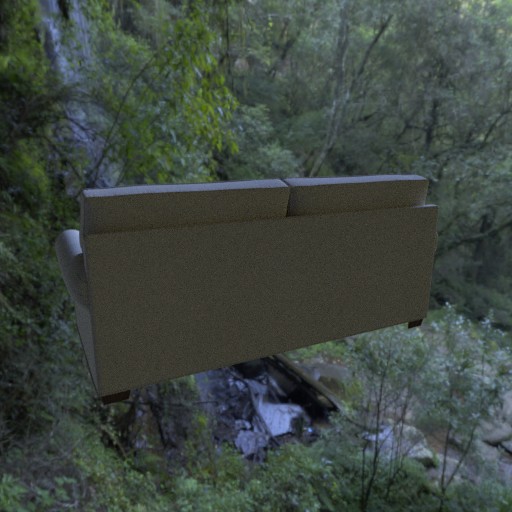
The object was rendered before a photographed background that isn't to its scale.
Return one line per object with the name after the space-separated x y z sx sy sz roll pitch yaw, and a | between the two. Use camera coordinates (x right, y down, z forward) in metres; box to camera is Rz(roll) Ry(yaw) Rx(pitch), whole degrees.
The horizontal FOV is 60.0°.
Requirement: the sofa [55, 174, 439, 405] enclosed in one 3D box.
0.000 0.000 2.647 2.146 0.962 0.901 -7 16 -26 | sofa
